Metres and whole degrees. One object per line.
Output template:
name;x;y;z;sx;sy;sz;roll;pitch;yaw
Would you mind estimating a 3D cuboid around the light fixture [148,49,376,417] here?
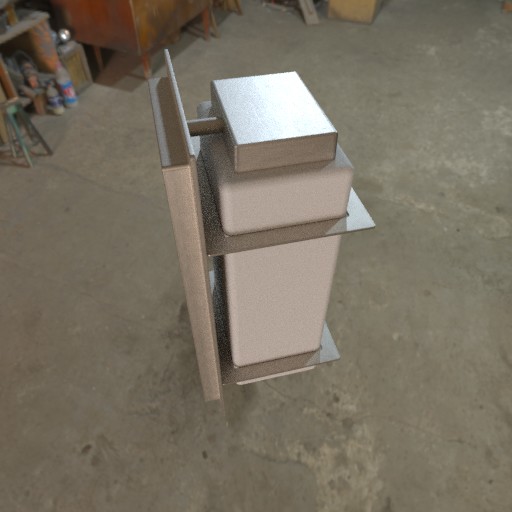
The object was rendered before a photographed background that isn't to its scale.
light fixture;0.000;0.000;0.475;0.160;0.380;0.168;-10;48;-9
